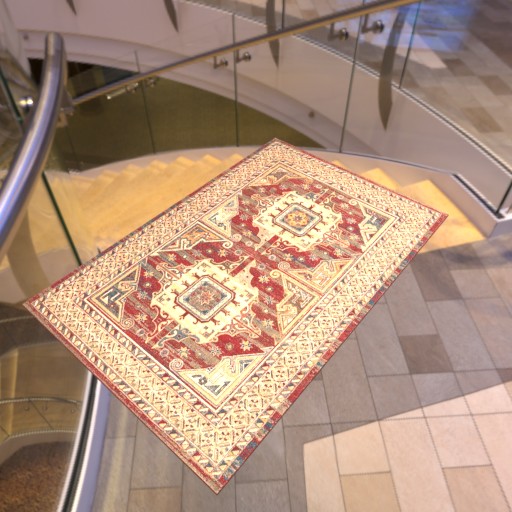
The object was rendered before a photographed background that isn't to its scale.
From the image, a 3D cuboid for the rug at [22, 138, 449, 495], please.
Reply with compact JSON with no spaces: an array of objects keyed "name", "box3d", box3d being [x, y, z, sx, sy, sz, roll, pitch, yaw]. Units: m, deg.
[{"name":"rug","box3d":[0.000,0.000,5.529,3.033,0.033,4.578,31,54,27]}]
